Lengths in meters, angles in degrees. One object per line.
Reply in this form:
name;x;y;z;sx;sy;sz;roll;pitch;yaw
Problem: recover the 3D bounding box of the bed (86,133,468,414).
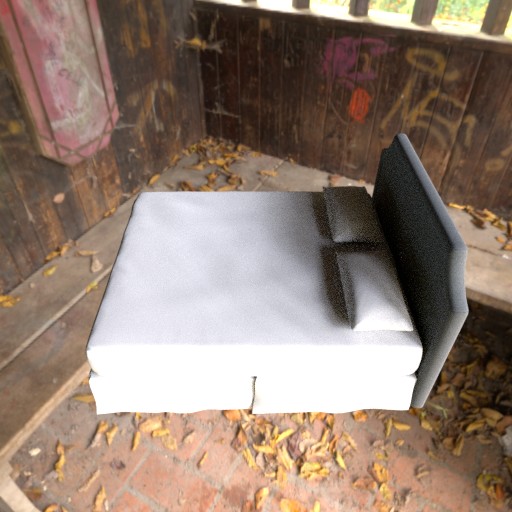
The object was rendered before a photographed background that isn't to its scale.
bed;0.000;0.000;3.266;2.259;1.296;1.811;0;42;0
